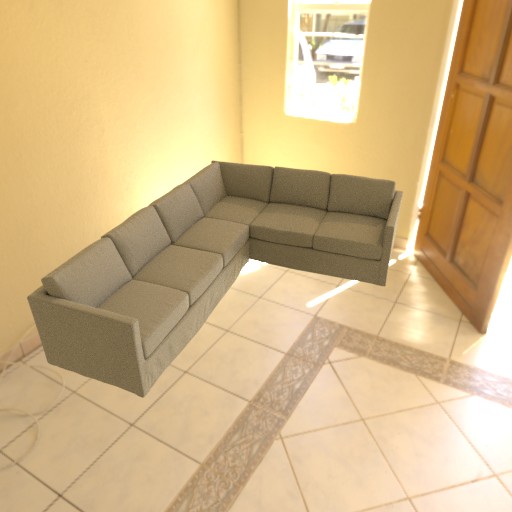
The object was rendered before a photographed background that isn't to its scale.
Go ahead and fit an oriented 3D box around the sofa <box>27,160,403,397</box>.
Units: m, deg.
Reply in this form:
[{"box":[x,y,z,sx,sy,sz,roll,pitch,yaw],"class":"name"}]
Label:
[{"box":[0.000,0.000,4.295,2.432,0.871,3.182,11,32,18],"class":"sofa"}]
